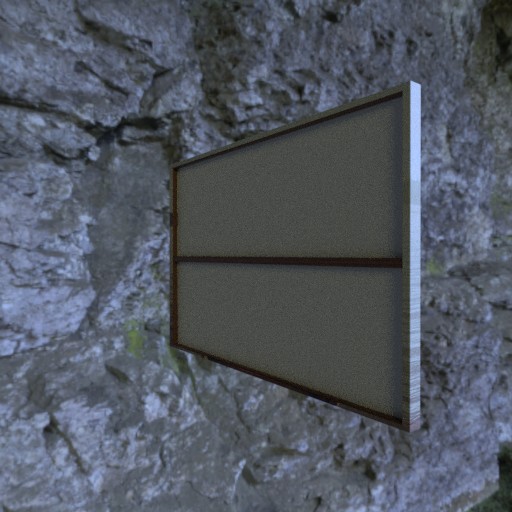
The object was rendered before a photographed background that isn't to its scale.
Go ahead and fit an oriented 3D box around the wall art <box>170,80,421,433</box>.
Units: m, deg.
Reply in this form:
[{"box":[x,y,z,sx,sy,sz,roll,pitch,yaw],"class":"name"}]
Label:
[{"box":[0.000,0.000,1.427,0.040,0.765,1.149,0,0,-38],"class":"wall art"}]
